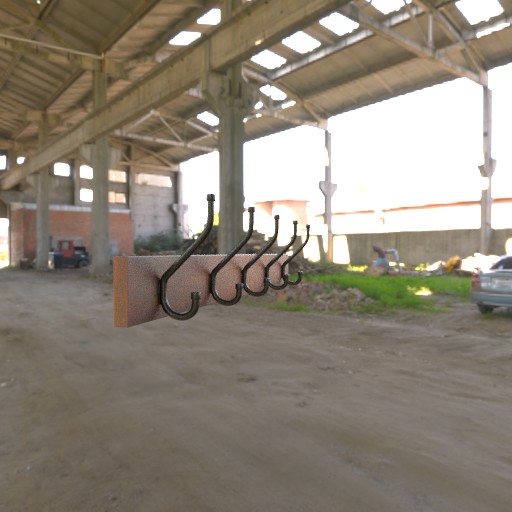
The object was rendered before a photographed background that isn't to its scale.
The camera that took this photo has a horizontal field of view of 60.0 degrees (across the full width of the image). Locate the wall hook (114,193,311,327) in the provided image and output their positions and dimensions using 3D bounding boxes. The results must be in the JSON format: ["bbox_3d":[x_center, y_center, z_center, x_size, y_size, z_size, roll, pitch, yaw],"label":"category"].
[{"bbox_3d":[0.000,0.000,0.635,0.071,0.117,0.571,0,0,18],"label":"wall hook"}]
